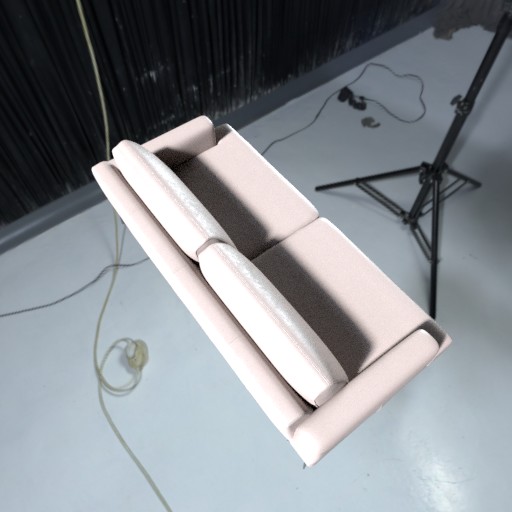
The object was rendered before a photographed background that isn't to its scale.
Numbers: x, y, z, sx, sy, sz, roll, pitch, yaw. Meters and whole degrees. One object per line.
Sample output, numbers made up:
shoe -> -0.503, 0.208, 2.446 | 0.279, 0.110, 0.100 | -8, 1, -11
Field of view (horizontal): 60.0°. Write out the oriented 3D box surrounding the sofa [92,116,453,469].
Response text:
sofa -> 0.000, 0.000, 2.388 | 0.974, 0.765, 1.940 | -33, 64, -19
